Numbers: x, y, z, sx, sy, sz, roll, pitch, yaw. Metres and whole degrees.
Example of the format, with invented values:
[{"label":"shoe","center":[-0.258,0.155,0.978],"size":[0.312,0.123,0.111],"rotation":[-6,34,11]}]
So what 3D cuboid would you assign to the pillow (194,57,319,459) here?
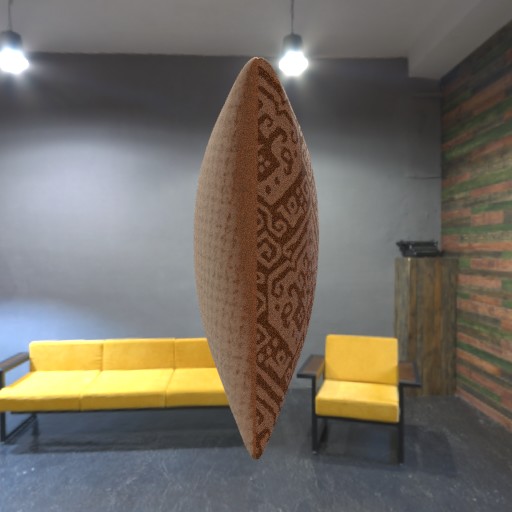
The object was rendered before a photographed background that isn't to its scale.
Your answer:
[{"label":"pillow","center":[0.000,0.000,0.646],"size":[0.173,0.407,0.419],"rotation":[0,1,0]}]
